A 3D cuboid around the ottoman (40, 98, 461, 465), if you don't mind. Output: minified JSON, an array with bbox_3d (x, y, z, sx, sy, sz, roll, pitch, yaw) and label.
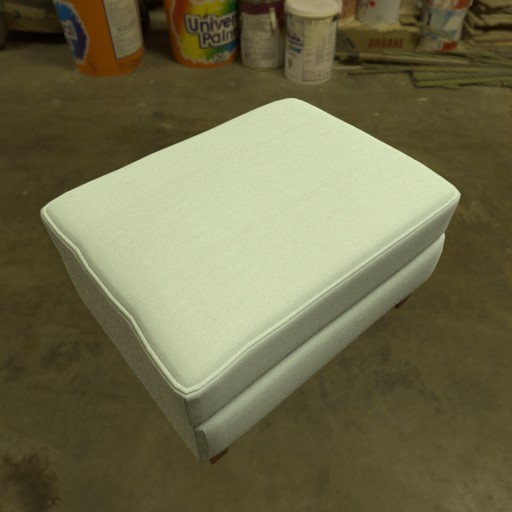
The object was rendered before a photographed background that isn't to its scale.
[{"bbox_3d":[0.000,0.000,1.172,0.818,0.496,0.634,-32,55,-26],"label":"ottoman"}]
